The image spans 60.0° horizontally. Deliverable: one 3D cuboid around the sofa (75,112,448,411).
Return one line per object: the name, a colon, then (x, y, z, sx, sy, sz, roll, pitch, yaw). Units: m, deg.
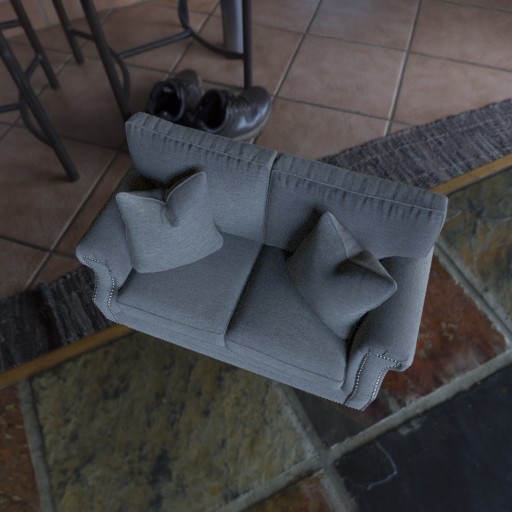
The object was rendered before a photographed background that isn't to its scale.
sofa: (0.000, 0.000, 2.328, 1.701, 0.966, 0.966, 17, 59, 11)
